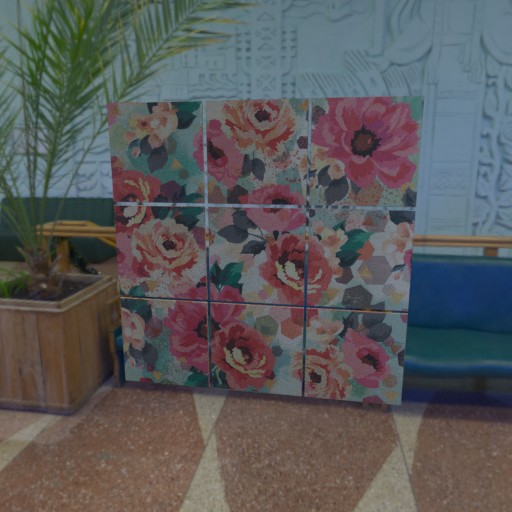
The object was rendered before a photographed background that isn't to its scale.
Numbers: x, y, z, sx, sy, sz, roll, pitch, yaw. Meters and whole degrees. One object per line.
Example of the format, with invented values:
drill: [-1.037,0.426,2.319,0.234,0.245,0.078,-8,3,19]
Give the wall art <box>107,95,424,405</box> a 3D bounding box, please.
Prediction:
wall art: [0.000,0.000,2.265,1.521,1.519,0.013,2,12,10]
